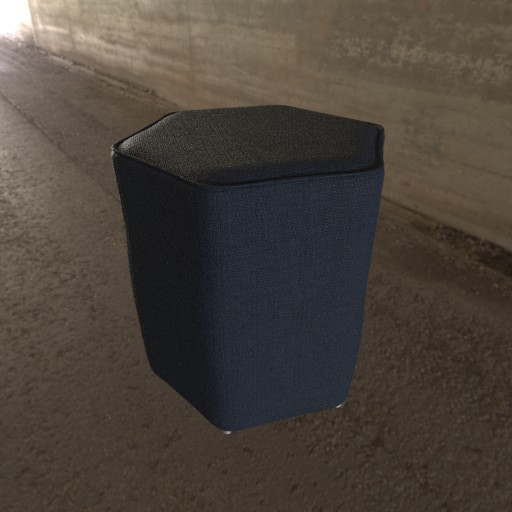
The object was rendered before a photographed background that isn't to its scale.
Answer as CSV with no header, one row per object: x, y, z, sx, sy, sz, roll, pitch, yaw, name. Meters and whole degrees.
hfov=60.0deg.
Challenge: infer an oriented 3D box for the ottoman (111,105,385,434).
0.000,0.000,0.890,0.454,0.505,0.492,10,32,15,ottoman
